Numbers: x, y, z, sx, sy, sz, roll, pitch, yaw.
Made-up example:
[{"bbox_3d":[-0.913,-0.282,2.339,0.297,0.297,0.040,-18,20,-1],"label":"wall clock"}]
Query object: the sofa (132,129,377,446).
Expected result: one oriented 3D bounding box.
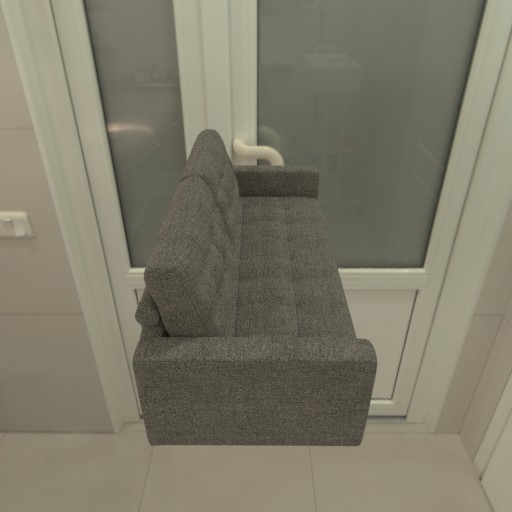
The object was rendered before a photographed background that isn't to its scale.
[{"bbox_3d":[0.000,0.000,2.323,0.863,0.902,1.821,0,32,0],"label":"sofa"}]
